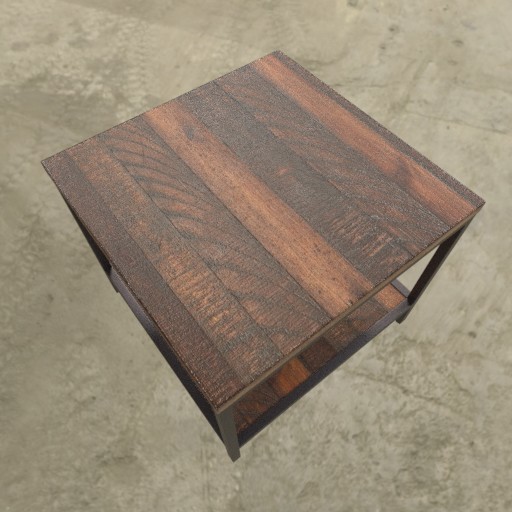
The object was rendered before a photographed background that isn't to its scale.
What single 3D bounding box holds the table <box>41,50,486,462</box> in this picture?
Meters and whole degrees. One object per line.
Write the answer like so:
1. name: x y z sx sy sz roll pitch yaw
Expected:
1. table: 0.000 0.000 0.970 0.553 0.482 0.548 -33 63 -19
